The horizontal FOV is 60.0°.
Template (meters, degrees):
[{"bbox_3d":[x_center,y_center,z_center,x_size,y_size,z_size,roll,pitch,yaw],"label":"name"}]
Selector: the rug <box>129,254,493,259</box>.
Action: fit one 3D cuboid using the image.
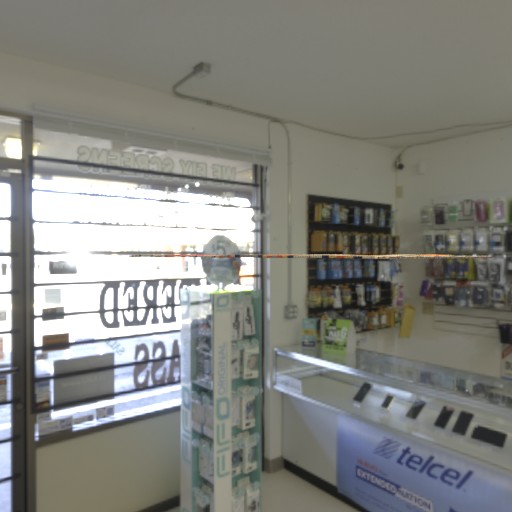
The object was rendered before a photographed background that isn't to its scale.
[{"bbox_3d":[0.000,0.000,2.628,0.695,0.017,2.455,0,0,-36],"label":"rug"}]
